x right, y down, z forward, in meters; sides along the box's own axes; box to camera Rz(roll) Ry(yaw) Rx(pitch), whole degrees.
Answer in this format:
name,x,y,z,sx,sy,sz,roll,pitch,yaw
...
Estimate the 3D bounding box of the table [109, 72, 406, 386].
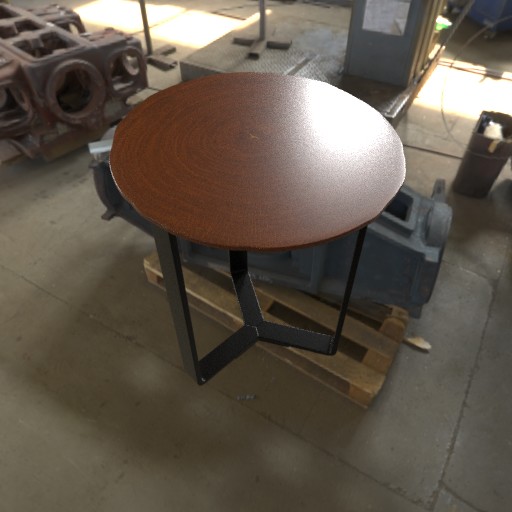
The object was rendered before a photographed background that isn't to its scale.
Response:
name,x,y,z,sx,sy,sz,roll,pitch,yaw
table,0.000,0.000,0.750,0.380,0.450,0.410,-10,47,-10
